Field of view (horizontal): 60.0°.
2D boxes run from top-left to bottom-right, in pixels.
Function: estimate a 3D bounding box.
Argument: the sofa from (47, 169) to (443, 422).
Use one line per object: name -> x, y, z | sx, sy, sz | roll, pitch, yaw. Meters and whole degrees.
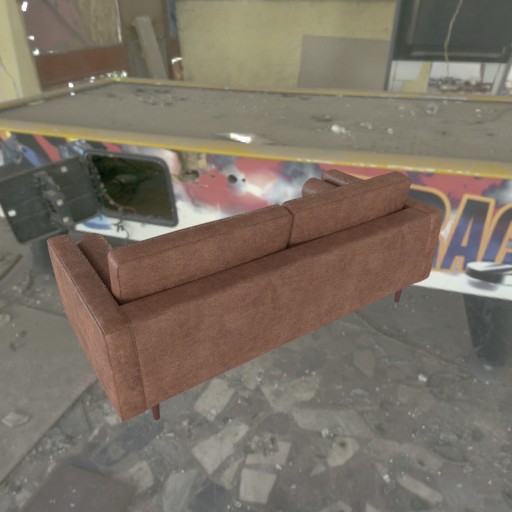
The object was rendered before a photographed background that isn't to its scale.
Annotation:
sofa -> 0.000, 0.000, 2.347 | 1.870, 0.760, 0.910 | -19, 34, -29
